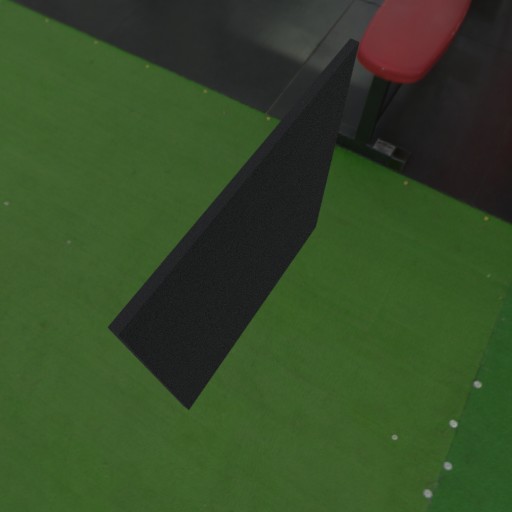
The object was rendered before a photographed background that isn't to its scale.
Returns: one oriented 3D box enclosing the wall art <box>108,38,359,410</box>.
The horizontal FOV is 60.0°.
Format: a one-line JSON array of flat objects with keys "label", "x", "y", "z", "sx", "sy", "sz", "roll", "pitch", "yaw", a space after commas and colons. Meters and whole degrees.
[{"label": "wall art", "x": 0.000, "y": 0.000, "z": 0.679, "sx": 0.013, "sy": 0.458, "sz": 0.456, "roll": 30, "pitch": 67, "yaw": 14}]
